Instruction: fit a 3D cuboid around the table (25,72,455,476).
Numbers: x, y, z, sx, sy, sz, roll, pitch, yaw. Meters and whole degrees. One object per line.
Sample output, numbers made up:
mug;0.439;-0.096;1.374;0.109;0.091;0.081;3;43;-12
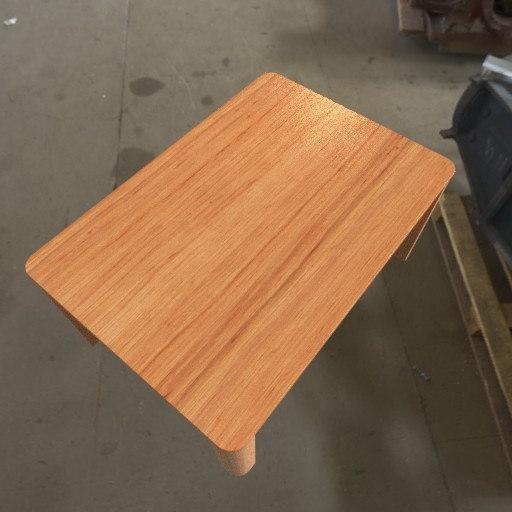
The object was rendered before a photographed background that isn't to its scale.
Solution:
table;0.000;0.000;1.364;0.696;0.445;0.997;34;64;20
